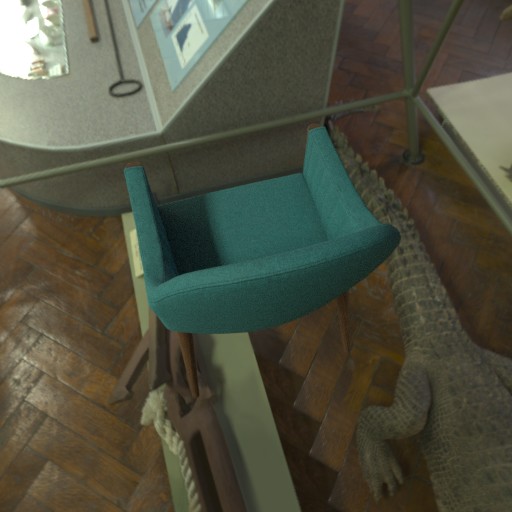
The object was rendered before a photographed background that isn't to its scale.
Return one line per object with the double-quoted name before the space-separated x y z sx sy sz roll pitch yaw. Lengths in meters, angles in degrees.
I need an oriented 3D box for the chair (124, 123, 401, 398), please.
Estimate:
"chair" 0.000 0.000 1.348 0.656 0.907 0.652 -14 59 -9
